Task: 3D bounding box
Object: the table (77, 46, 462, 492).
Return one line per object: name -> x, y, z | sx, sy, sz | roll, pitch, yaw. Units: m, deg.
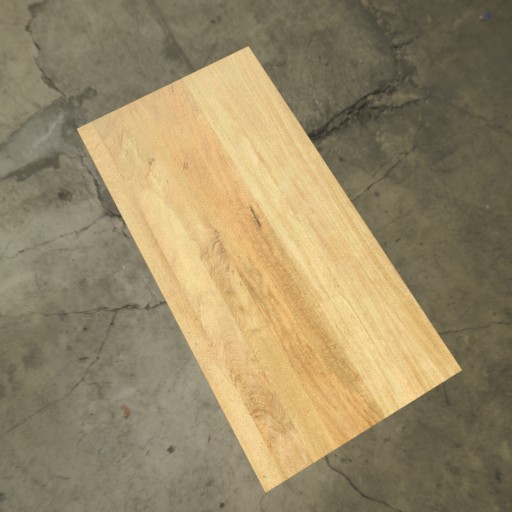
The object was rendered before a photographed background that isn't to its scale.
table -> 0.000, 0.000, 1.662 | 0.699, 0.400, 1.348 | -29, 78, -7
